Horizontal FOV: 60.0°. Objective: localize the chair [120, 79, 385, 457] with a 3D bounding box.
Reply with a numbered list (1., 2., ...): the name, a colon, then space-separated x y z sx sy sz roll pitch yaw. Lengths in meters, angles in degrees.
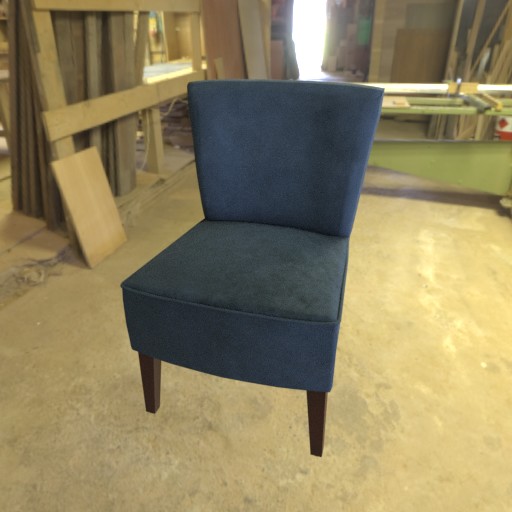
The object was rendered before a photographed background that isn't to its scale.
1. chair: 0.000 0.000 1.144 0.521 0.806 0.551 8 28 15
